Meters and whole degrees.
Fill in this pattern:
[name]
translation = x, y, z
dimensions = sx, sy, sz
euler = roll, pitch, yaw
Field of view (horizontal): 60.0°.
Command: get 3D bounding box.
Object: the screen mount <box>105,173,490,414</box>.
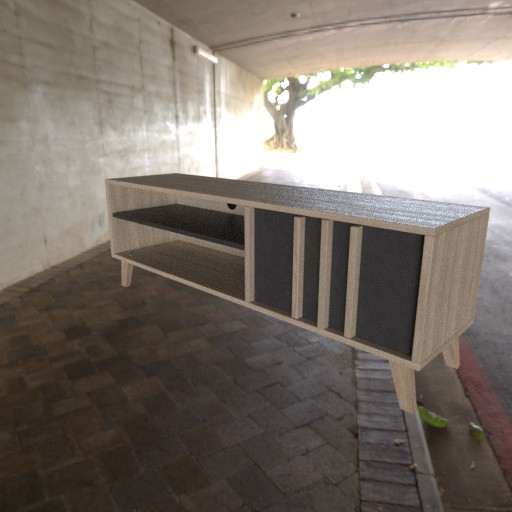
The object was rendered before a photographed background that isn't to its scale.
[screen mount]
translation = 0.000, 0.000, 1.711
dimensions = 1.500, 0.509, 0.401
euler = 15, 22, 41
